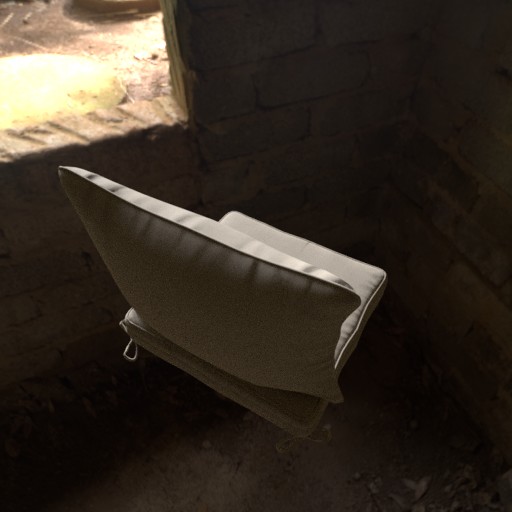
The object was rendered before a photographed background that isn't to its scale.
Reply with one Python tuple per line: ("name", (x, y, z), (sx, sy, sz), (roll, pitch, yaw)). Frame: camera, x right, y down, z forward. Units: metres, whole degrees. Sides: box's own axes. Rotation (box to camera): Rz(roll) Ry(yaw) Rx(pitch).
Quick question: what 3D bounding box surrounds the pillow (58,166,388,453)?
("pillow", (0.000, 0.000, 1.330), (0.798, 0.716, 0.733), (23, 50, 21))
